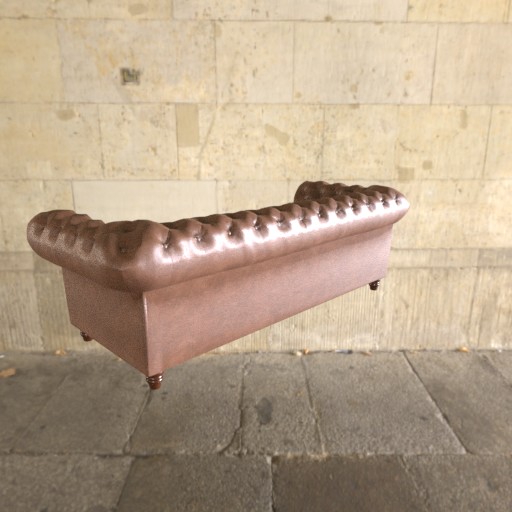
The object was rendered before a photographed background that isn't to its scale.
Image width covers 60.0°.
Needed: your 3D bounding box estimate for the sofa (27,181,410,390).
[{"bbox_3d":[0.000,0.000,2.798,2.385,0.783,0.944,-15,21,-43],"label":"sofa"}]
